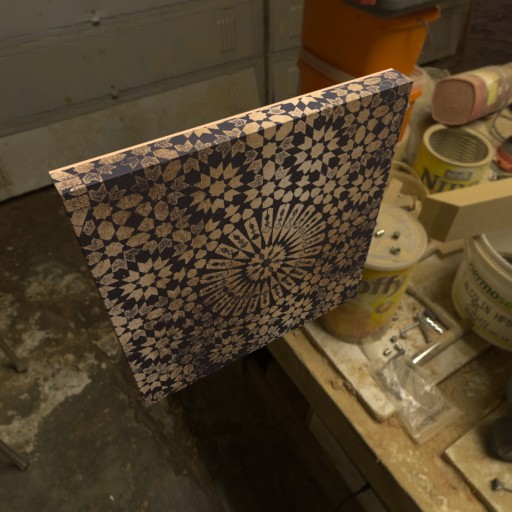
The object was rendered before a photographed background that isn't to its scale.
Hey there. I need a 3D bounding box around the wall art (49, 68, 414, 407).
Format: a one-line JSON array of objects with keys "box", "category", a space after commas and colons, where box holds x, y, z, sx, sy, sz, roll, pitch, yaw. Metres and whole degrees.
[{"box": [0.000, 0.000, 0.598, 0.405, 0.405, 0.038, -24, 51, -21], "category": "wall art"}]
